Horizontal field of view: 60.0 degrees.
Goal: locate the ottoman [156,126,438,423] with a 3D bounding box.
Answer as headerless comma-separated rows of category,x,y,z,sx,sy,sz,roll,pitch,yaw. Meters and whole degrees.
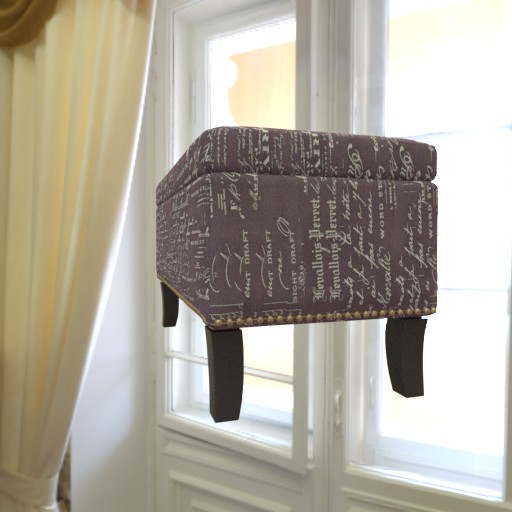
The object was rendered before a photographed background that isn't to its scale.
ottoman,0.000,0.000,1.064,0.406,0.457,0.813,-1,3,-18
